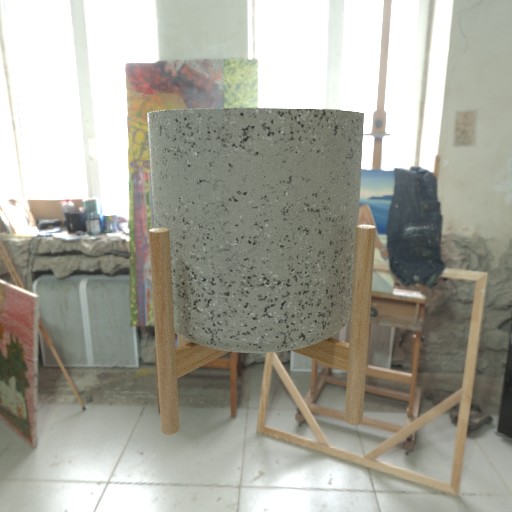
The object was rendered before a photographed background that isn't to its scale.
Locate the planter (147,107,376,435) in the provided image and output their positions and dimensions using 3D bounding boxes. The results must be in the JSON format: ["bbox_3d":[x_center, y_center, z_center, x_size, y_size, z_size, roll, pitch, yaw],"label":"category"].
[{"bbox_3d":[0.000,0.000,0.688,0.360,0.419,0.360,-8,17,-26],"label":"planter"}]
